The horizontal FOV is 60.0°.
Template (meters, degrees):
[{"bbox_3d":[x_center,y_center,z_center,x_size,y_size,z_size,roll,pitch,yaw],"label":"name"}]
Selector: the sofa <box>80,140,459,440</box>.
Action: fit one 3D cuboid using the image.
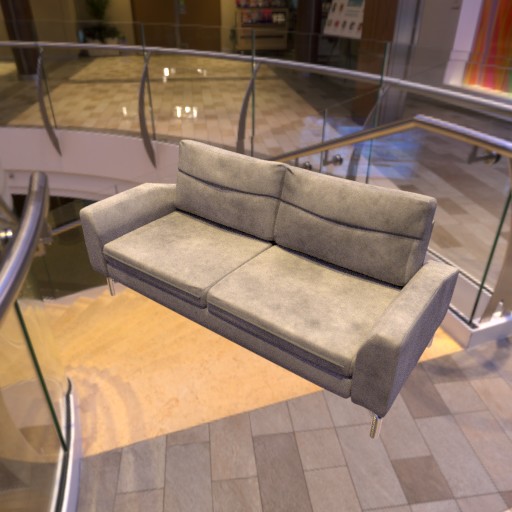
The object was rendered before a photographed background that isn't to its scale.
[{"bbox_3d":[0.000,0.000,2.337,1.837,0.859,0.849,21,37,31],"label":"sofa"}]
